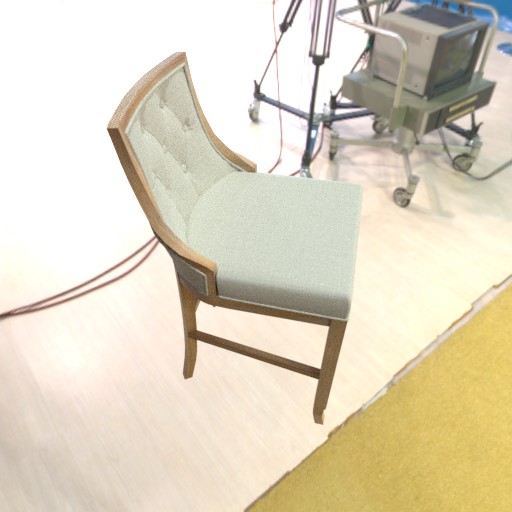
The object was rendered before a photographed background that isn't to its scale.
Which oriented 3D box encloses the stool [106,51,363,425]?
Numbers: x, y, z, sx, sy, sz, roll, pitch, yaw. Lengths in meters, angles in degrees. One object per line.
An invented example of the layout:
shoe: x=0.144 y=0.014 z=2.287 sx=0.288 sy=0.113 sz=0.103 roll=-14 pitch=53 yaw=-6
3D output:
stool: x=0.000 y=0.000 z=1.452 sx=0.626 sy=1.101 sz=0.524 roll=9 pitch=46 yaw=9
